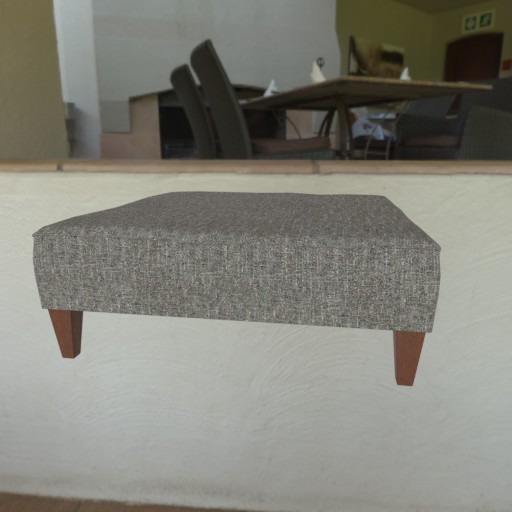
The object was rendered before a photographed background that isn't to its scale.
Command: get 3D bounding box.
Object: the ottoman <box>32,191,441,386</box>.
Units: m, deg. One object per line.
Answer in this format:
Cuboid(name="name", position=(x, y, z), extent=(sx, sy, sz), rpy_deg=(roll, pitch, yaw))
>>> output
Cuboid(name="ottoman", position=(0.000, 0.000, 1.522), extent=(0.981, 0.379, 1.016), rpy_deg=(2, 14, 9))
